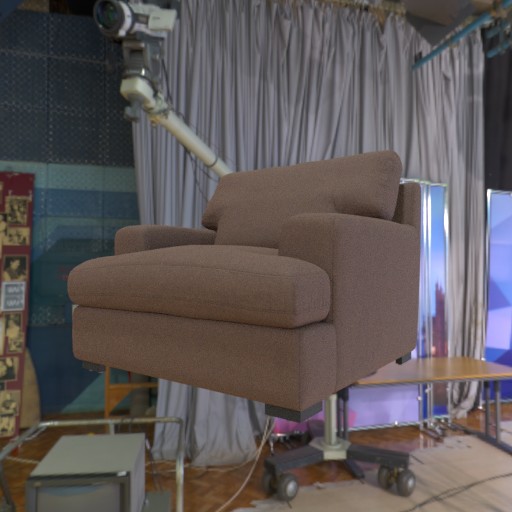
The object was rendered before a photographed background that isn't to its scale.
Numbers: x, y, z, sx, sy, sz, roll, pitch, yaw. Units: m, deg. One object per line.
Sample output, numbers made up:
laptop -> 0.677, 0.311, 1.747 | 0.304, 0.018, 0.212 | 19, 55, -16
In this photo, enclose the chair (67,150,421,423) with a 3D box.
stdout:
chair -> 0.000, 0.000, 1.935 | 1.168, 0.940, 1.143 | 0, -1, 36
